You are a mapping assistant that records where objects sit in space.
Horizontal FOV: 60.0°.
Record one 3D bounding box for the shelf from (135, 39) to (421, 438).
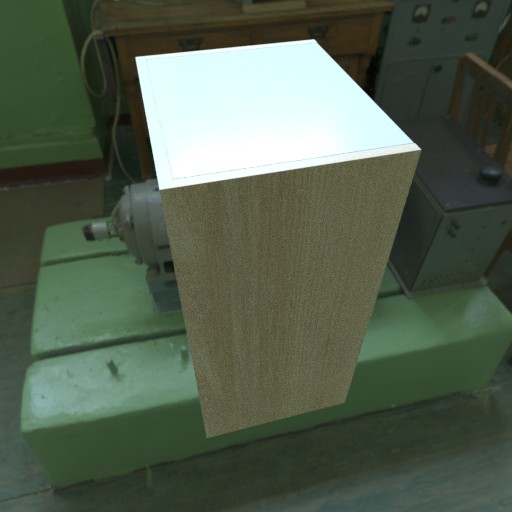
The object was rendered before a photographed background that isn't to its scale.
[{"bbox_3d":[0.000,0.000,0.798,0.290,0.600,0.350,-11,46,-10],"label":"shelf"}]
